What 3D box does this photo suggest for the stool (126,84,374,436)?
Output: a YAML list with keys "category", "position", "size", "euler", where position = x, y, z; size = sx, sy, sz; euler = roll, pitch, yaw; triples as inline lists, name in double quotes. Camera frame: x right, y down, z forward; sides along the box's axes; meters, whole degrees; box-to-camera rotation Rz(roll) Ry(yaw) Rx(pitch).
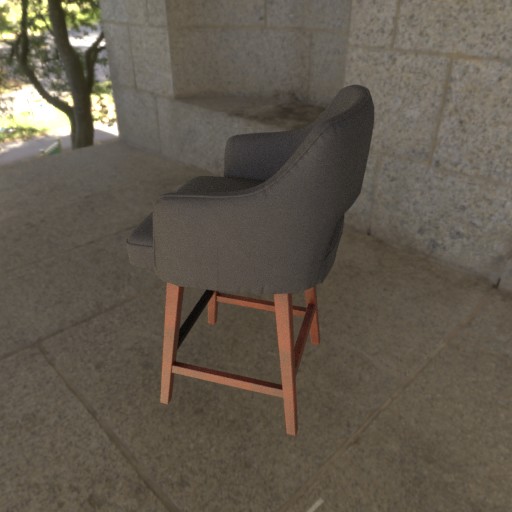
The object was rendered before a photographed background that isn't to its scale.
- category: "stool"
  position: [0.000, 0.000, 1.277]
  size: [0.558, 0.912, 0.548]
  euler: [9, 32, 14]
